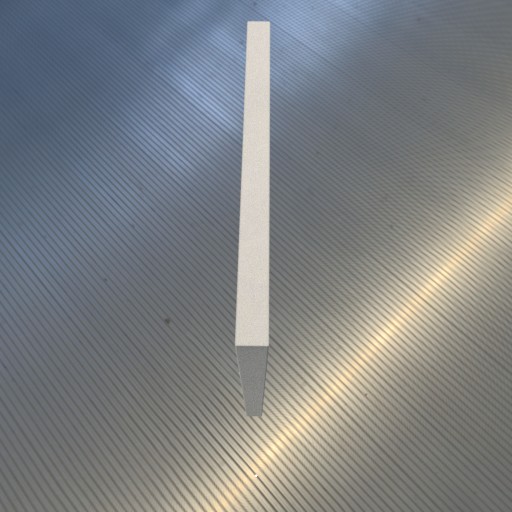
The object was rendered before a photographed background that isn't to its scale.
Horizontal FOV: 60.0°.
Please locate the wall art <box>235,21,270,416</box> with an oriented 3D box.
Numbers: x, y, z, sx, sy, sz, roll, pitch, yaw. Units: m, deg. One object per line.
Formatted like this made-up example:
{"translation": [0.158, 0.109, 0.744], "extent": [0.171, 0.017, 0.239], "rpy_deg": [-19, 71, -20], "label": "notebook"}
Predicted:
{"translation": [0.000, 0.000, 0.842], "extent": [0.037, 0.606, 0.508], "rpy_deg": [1, 64, 0], "label": "wall art"}
